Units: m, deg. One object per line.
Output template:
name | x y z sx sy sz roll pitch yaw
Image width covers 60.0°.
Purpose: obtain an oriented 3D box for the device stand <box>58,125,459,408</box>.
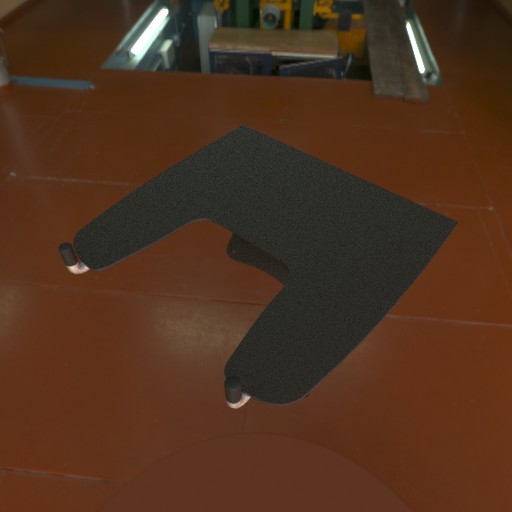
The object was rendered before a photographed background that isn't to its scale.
device stand | 0.000 0.000 0.359 0.230 0.092 0.230 32 54 26
